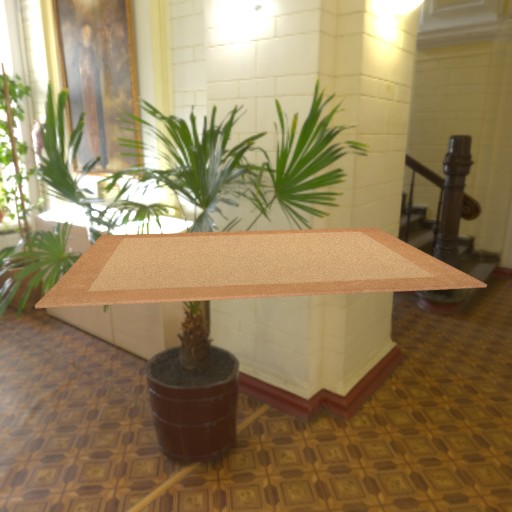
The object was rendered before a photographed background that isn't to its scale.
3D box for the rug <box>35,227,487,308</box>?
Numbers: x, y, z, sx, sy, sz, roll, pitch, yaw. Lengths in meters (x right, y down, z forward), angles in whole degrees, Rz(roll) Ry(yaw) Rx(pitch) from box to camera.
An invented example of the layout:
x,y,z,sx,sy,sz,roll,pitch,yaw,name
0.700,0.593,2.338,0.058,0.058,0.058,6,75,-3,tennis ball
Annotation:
x,y,z,sx,sy,sz,roll,pitch,yaw,name
0.000,0.000,2.353,1.829,0.014,1.219,-2,15,-7,rug
